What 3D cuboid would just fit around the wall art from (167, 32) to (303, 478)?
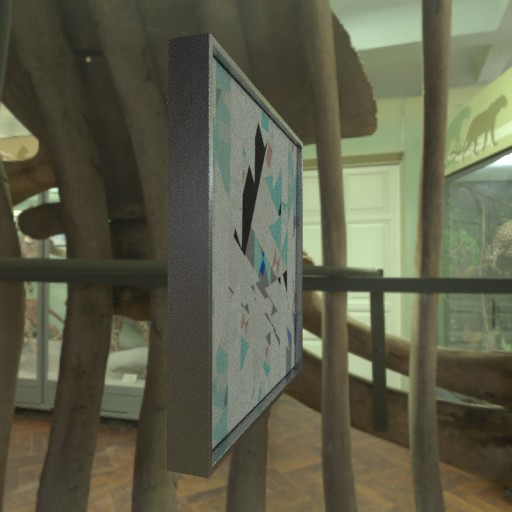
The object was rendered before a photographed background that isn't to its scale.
[{"bbox_3d":[0.000,0.000,0.519,0.038,0.350,0.350,0,0,18],"label":"wall art"}]
